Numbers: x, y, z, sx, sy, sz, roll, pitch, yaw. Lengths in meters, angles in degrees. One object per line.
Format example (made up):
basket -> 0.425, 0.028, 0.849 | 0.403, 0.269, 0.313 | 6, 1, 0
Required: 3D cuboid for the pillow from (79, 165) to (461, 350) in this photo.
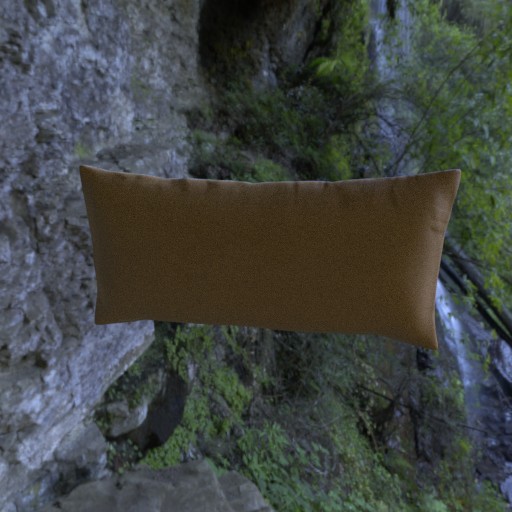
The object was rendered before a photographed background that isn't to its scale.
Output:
pillow -> 0.000, 0.000, 0.737 | 0.608, 0.291, 0.151 | 3, 15, 9
